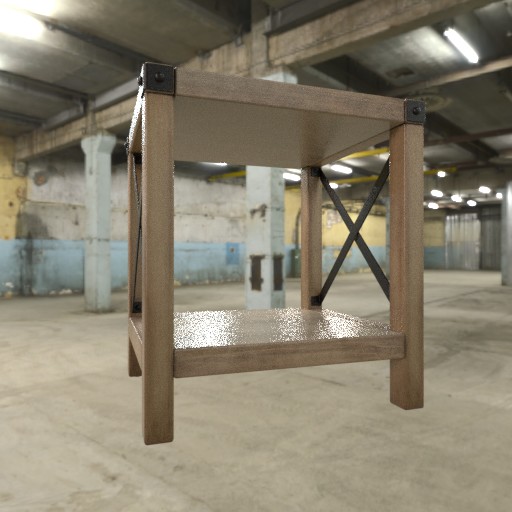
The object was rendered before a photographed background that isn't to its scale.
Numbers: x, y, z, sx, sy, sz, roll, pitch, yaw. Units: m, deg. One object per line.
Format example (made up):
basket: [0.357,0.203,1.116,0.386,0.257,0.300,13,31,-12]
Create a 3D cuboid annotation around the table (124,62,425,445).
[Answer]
table: [0.000,0.000,0.927,0.510,0.561,0.459,0,0,-19]
